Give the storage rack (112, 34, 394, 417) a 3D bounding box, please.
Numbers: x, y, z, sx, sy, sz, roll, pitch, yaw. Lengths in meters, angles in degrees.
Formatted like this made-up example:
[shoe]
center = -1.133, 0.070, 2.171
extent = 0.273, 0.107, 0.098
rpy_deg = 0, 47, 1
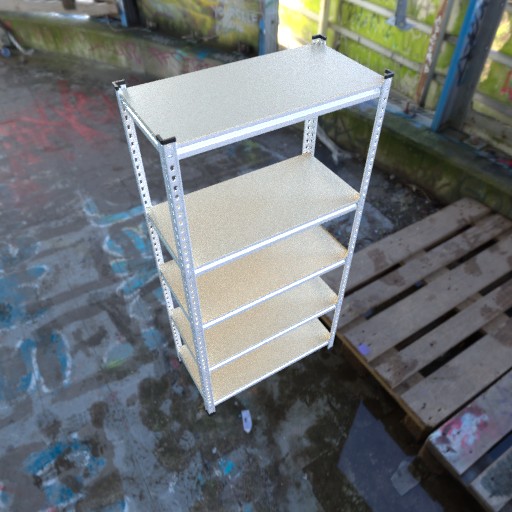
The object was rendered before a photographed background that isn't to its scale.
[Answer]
[storage rack]
center = 0.000, 0.000, 2.241
extent = 0.914, 1.829, 0.457
rpy_deg = -23, 50, -21
